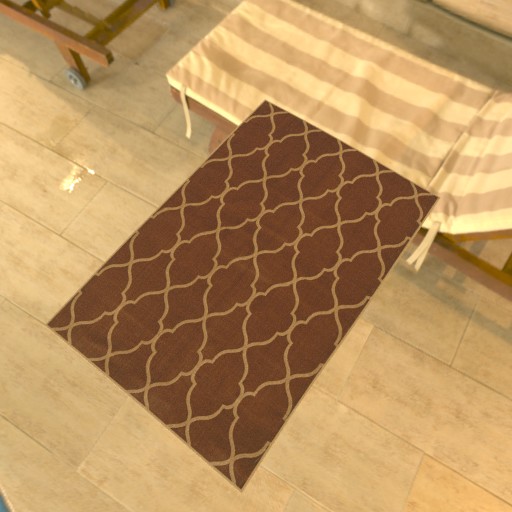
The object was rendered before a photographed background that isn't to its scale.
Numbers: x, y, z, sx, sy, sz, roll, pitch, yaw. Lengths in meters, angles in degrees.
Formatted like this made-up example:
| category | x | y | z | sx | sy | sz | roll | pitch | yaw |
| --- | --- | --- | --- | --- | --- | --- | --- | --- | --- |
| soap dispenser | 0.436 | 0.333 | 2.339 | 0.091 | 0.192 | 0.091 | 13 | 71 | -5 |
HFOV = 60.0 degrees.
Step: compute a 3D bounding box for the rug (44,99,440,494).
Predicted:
| category | x | y | z | sx | sy | sz | roll | pitch | yaw |
| --- | --- | --- | --- | --- | --- | --- | --- | --- | --- |
| rug | 0.000 | 0.000 | 2.895 | 1.526 | 0.014 | 2.290 | 34 | 69 | 15 |
